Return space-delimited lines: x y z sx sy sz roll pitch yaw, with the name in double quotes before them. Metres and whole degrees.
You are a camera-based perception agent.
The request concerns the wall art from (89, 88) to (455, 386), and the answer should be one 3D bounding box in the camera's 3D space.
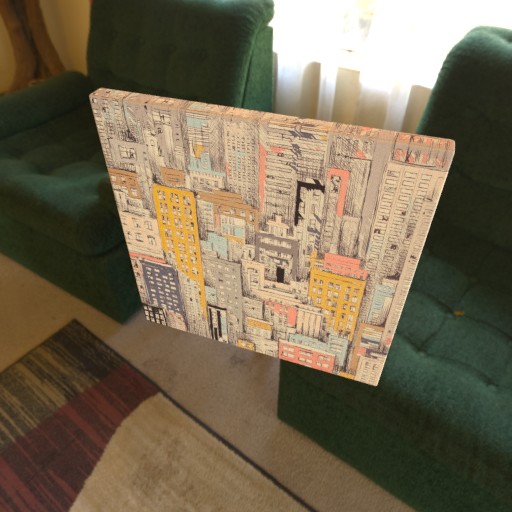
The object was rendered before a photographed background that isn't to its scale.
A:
"wall art" 0.000 0.000 0.914 0.607 0.608 0.038 13 44 14
